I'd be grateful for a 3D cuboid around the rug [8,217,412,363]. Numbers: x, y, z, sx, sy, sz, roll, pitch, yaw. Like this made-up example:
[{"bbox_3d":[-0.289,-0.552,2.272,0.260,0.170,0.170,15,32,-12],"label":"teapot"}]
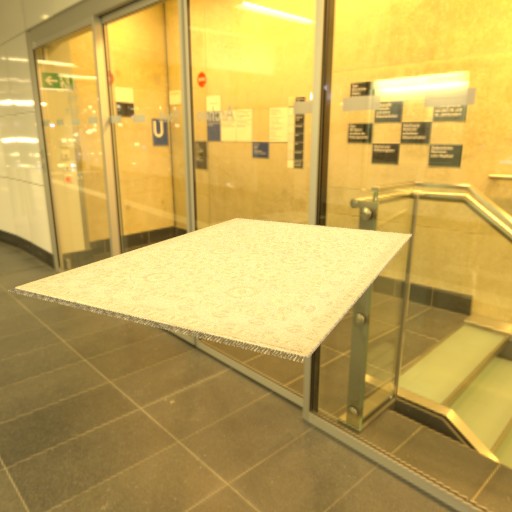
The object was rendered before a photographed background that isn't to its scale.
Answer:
[{"bbox_3d":[0.000,0.000,2.733,1.514,0.011,2.233,8,17,27],"label":"rug"}]
